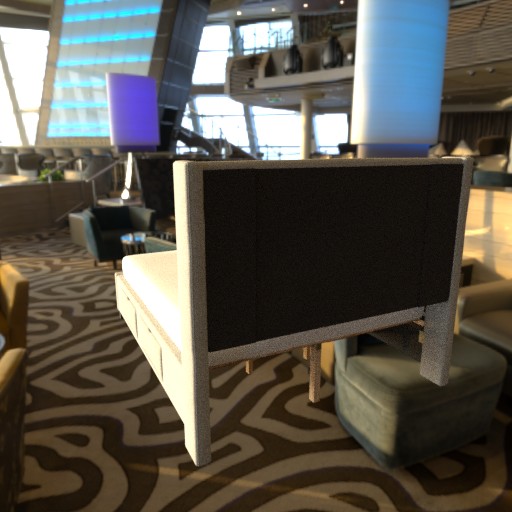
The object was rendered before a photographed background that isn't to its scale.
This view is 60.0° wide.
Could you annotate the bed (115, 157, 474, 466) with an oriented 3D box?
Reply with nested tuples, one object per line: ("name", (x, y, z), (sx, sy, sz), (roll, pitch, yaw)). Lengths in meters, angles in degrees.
("bed", (0.000, 0.000, 3.359), (1.774, 1.491, 2.222), (-7, 15, -26))
